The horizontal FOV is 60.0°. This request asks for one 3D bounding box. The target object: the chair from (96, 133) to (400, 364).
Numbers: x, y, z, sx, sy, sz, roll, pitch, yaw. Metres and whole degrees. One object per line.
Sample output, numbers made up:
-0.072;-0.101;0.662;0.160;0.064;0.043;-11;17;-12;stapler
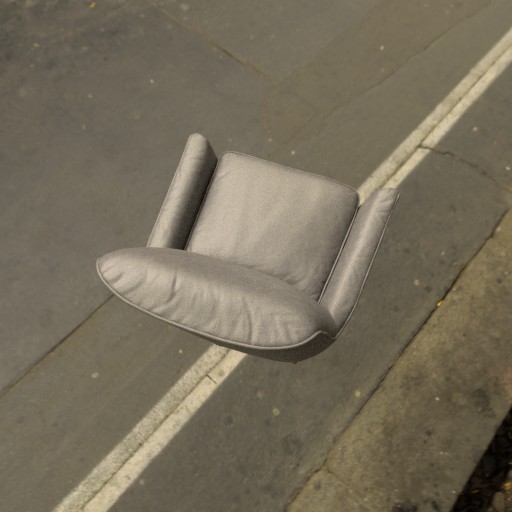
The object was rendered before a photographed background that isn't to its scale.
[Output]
0.000;0.000;1.457;0.787;0.888;0.822;18;64;9;chair
